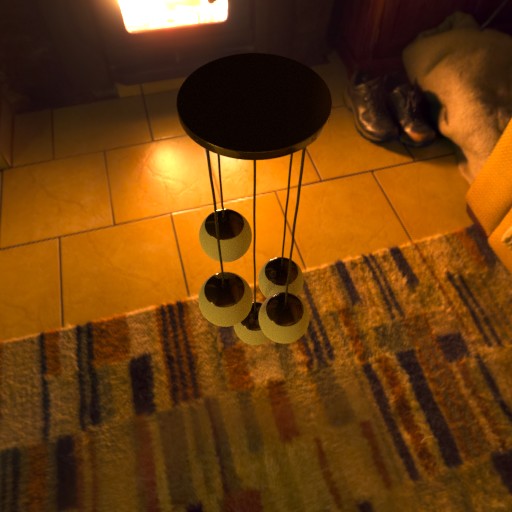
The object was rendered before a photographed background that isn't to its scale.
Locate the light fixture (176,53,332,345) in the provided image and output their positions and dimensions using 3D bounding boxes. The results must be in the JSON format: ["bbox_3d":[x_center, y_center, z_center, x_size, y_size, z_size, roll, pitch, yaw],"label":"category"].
[{"bbox_3d":[0.000,0.000,1.514,0.484,1.271,0.489,-31,62,-19],"label":"light fixture"}]
